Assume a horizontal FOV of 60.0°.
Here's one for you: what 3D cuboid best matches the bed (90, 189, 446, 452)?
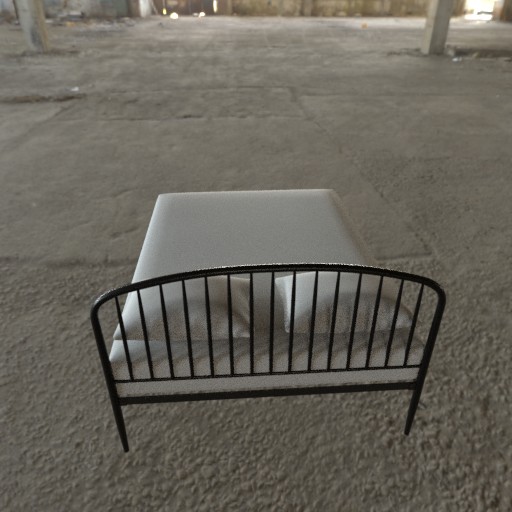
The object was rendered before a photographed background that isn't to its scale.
[{"bbox_3d":[0.000,0.000,3.092,1.618,1.166,2.159,-2,31,-3],"label":"bed"}]
